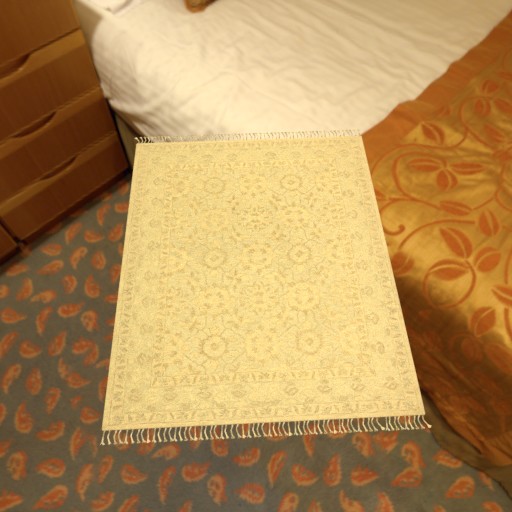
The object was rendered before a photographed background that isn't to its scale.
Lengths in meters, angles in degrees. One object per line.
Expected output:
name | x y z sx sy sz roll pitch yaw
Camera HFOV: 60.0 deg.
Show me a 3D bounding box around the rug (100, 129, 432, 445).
rug | 0.000 0.000 3.976 2.444 0.013 3.043 -2 60 -1
